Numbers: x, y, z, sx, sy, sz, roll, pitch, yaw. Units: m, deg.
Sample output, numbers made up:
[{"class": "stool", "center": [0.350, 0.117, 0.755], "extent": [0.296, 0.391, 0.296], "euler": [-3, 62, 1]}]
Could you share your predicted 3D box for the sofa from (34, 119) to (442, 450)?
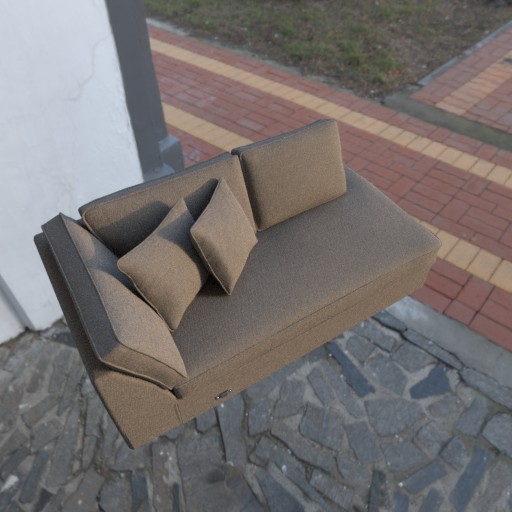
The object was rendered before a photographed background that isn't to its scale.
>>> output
[{"class": "sofa", "center": [0.000, 0.000, 2.750], "extent": [2.237, 1.033, 1.110], "euler": [-24, 51, -21]}]
